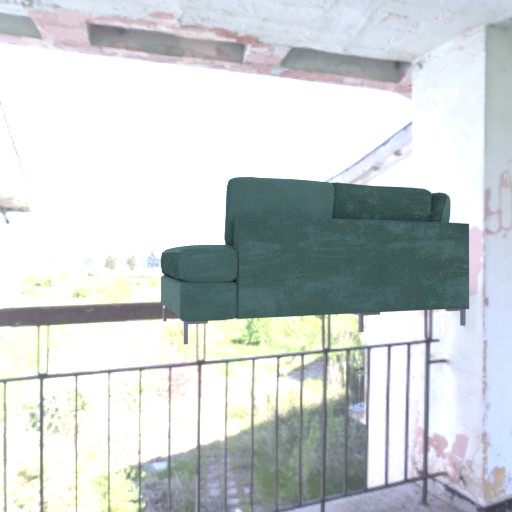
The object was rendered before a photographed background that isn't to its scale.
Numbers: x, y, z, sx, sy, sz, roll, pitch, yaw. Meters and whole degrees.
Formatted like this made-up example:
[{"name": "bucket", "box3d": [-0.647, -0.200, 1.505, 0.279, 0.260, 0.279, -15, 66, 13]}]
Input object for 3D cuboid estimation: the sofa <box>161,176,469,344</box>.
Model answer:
[{"name": "sofa", "box3d": [0.000, 0.000, 4.402, 2.055, 0.992, 3.434, 0, 0, -19]}]
